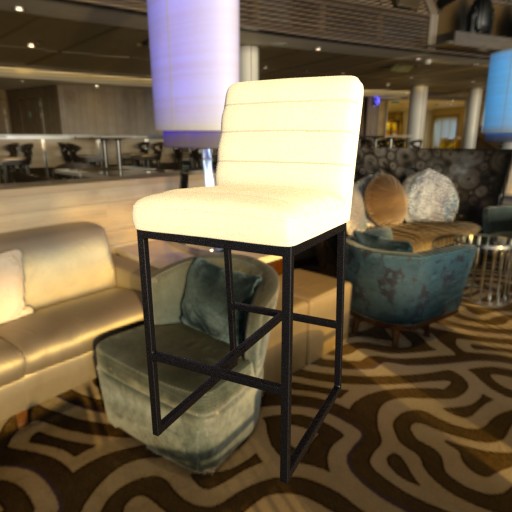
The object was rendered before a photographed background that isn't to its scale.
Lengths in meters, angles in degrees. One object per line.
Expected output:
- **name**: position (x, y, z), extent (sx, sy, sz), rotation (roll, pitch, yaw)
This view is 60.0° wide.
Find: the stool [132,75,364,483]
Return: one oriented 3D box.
- **stool**: position (0.000, 0.000, 1.320), extent (0.460, 1.040, 0.560), rotation (7, 17, 26)
